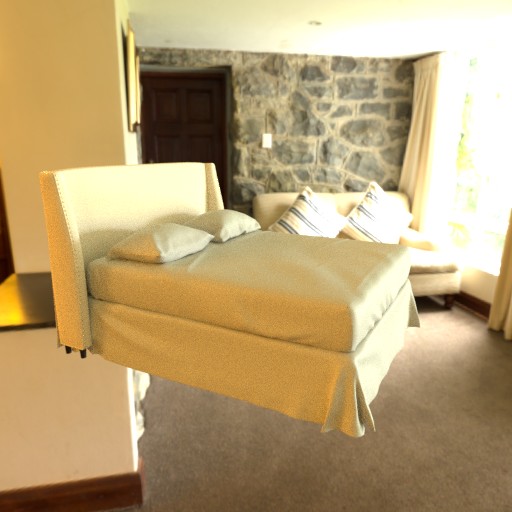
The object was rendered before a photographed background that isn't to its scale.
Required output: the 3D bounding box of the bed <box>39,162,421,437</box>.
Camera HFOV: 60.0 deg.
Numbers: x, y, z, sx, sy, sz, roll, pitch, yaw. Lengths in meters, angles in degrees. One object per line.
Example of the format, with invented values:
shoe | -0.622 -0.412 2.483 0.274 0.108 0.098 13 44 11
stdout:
bed | 0.000 0.000 3.372 2.276 1.332 1.925 7 16 27
